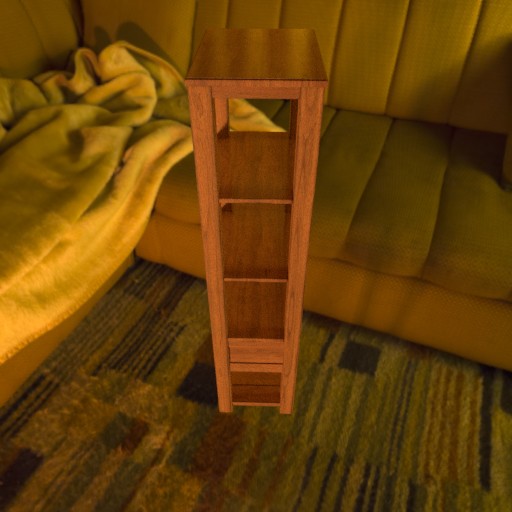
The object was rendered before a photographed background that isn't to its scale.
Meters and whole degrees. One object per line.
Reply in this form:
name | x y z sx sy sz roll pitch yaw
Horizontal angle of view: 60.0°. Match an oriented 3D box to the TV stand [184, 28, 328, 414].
TV stand | 0.000 0.000 2.088 0.435 1.828 0.565 1 40 1
